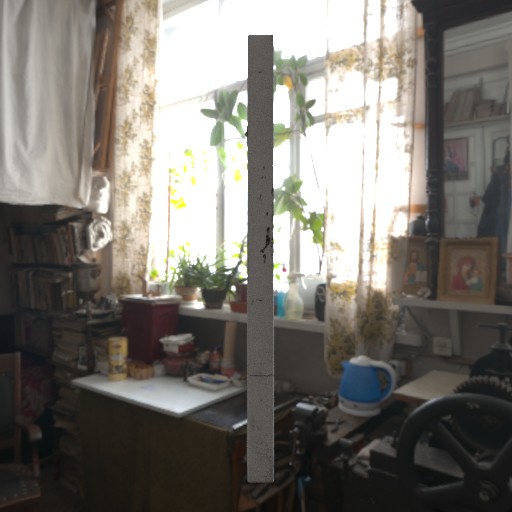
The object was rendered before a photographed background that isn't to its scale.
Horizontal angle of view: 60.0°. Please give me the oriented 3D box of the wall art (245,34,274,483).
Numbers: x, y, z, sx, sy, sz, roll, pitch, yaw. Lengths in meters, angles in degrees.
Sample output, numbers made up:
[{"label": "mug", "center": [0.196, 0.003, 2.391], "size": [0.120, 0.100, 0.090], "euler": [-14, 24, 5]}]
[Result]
[{"label": "wall art", "center": [0.000, 0.000, 0.903], "size": [0.040, 0.611, 0.610], "euler": [0, 1, -1]}]
